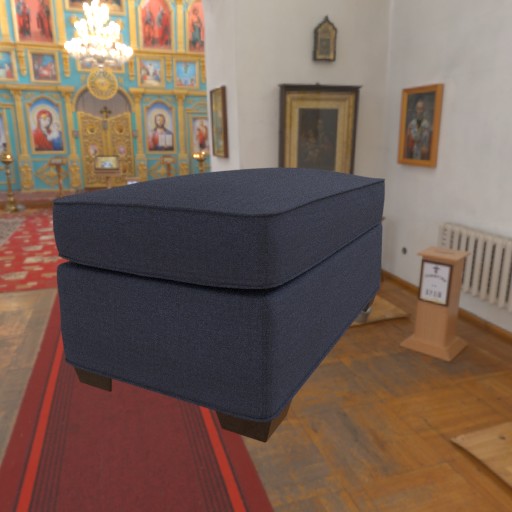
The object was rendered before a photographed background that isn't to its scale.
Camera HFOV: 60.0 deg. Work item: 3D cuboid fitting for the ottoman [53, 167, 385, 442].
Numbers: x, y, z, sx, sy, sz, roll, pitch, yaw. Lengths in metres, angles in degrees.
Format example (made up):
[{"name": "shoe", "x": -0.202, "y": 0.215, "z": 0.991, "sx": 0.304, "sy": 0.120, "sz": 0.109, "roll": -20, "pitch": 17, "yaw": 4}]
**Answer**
[{"name": "ottoman", "x": 0.000, "y": 0.000, "z": 1.179, "sx": 0.505, "sy": 0.453, "sz": 0.895, "roll": 7, "pitch": 15, "yaw": 26}]
